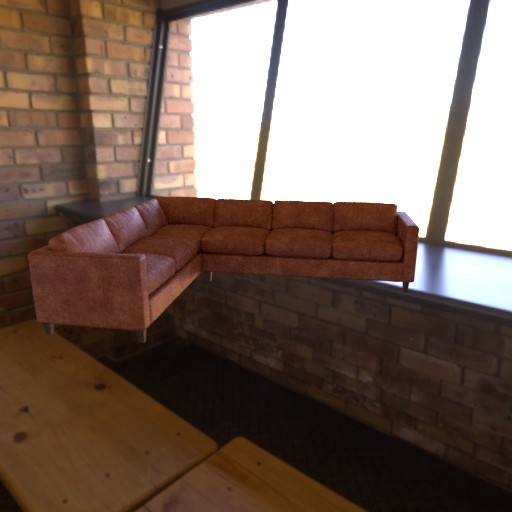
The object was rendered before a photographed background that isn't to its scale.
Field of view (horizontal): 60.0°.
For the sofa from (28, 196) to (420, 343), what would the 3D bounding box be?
[{"bbox_3d":[0.000,0.000,4.360,3.150,0.838,2.438,3,16,9],"label":"sofa"}]
